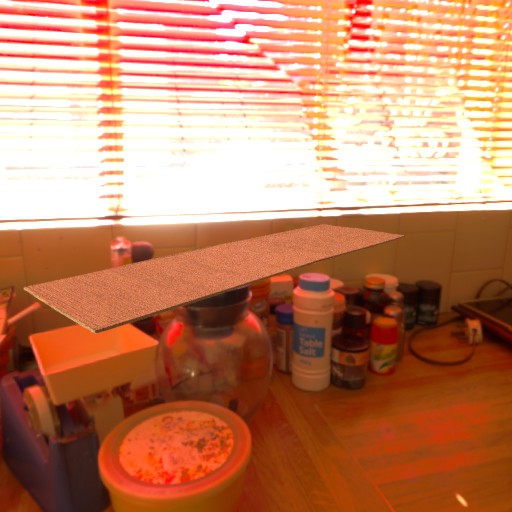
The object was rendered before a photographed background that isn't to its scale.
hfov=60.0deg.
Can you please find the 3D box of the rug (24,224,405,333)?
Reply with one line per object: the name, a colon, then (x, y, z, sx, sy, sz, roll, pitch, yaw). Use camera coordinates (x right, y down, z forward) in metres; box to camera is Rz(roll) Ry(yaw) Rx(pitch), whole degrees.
rug: (0.000, 0.000, 2.576, 0.692, 0.032, 2.320, 14, 20, 43)
